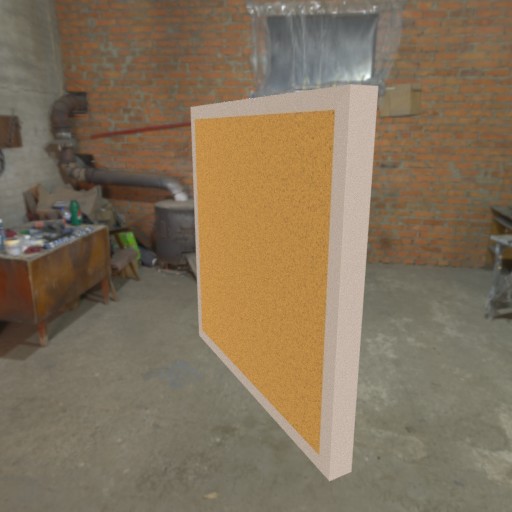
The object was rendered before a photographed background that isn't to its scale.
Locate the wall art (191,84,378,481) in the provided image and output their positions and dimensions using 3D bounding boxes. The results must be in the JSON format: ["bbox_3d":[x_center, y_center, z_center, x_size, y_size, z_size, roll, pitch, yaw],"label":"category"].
[{"bbox_3d":[0.000,0.000,1.936,0.098,1.291,1.289,-8,18,-26],"label":"wall art"}]
